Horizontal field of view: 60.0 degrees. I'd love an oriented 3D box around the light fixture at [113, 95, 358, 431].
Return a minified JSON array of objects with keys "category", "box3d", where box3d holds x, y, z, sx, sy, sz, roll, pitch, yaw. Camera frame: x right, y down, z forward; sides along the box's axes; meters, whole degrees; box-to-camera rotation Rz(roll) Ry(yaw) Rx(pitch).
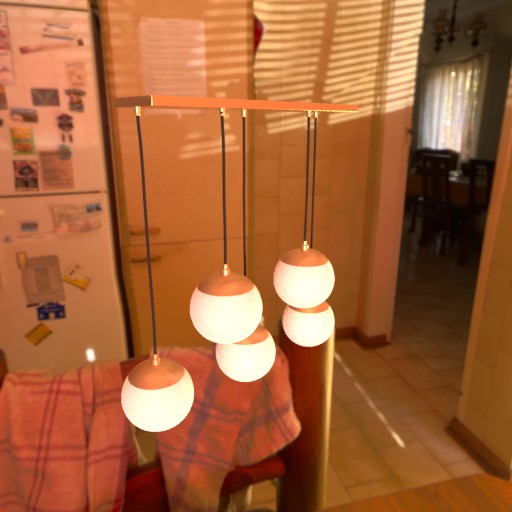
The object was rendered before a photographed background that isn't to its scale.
[{"category":"light fixture","box3d":[0.000,0.000,1.324,0.299,0.869,0.863,16,23,42]}]
